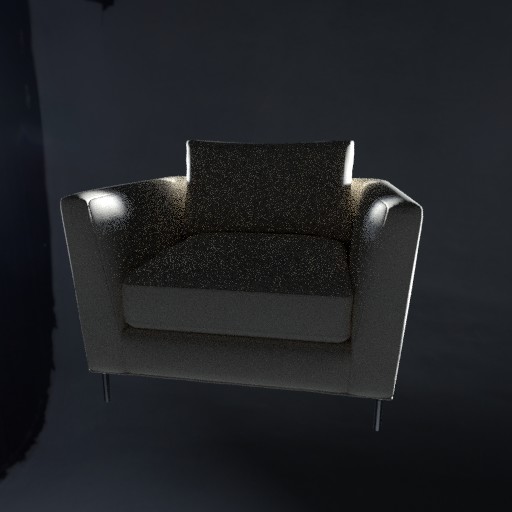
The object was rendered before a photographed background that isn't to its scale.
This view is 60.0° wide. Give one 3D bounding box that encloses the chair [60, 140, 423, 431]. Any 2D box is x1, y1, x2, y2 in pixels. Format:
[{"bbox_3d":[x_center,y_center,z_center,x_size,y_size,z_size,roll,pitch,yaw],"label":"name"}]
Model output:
[{"bbox_3d":[0.000,0.000,1.692,1.041,0.865,0.889,2,14,10],"label":"chair"}]
